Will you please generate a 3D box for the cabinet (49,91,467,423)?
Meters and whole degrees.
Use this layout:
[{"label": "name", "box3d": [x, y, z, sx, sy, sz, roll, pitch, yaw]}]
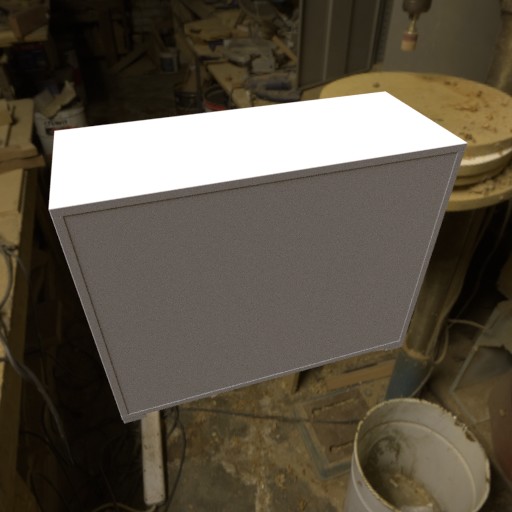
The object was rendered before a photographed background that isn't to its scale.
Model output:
[{"label": "cabinet", "box3d": [0.000, 0.000, 1.406, 1.000, 0.800, 0.400, -11, 41, -14]}]
